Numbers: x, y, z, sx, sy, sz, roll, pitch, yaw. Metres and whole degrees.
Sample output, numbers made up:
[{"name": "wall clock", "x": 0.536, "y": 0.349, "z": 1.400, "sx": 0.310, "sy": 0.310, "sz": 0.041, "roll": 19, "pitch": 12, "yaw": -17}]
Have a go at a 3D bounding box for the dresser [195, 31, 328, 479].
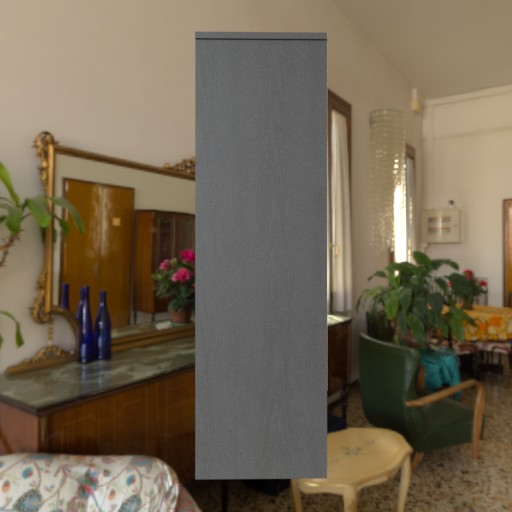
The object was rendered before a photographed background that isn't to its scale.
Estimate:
[{"name": "dresser", "x": 0.000, "y": 0.000, "z": 1.593, "sx": 0.399, "sy": 1.255, "sz": 0.704, "roll": 0, "pitch": 0, "yaw": -1}]
